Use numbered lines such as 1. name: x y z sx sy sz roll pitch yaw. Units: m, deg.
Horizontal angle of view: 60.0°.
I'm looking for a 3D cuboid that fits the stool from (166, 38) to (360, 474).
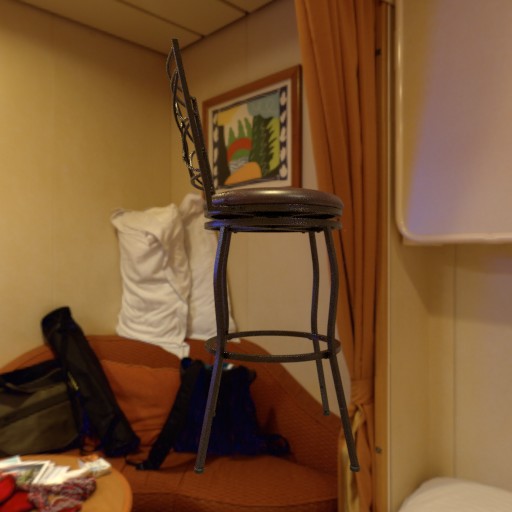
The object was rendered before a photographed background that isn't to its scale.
1. stool: 0.000 0.000 1.354 0.534 1.117 0.434 0 0 -1
